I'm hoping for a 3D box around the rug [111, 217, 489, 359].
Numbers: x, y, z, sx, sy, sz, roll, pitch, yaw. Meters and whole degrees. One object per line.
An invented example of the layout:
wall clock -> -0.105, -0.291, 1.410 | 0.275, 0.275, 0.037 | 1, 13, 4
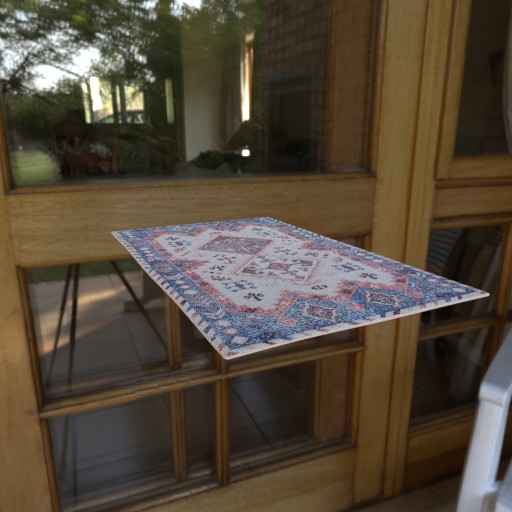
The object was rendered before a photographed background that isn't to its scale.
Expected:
rug -> 0.000, 0.000, 3.055 | 1.521, 0.023, 2.464 | -8, 17, -26
